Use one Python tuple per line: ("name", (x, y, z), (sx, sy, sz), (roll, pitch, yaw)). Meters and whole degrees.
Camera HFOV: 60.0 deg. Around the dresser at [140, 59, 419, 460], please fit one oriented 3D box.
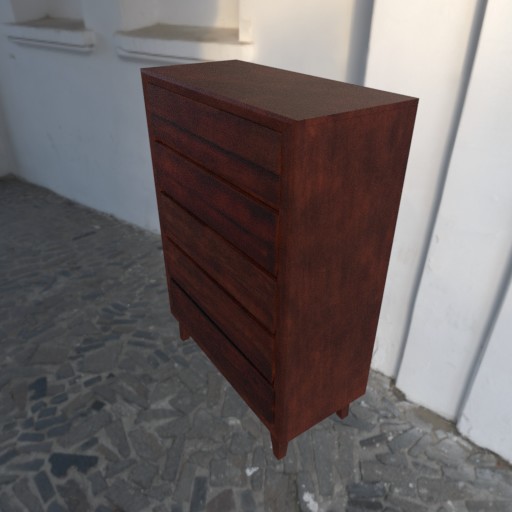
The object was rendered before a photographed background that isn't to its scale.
("dresser", (0.000, 0.000, 2.033), (0.506, 1.514, 1.072), (-20, 36, -29))
